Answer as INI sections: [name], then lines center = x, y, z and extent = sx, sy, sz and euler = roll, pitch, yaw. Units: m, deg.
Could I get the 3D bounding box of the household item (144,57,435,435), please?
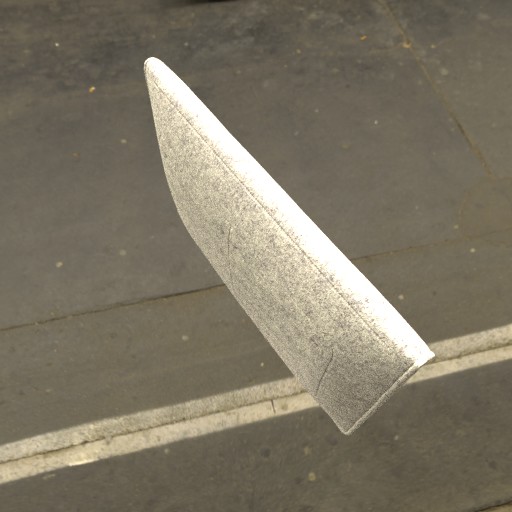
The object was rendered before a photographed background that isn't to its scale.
[household item]
center = 0.000, 0.000, 0.415
extent = 0.057, 0.221, 0.335
euler = -31, 63, -17
